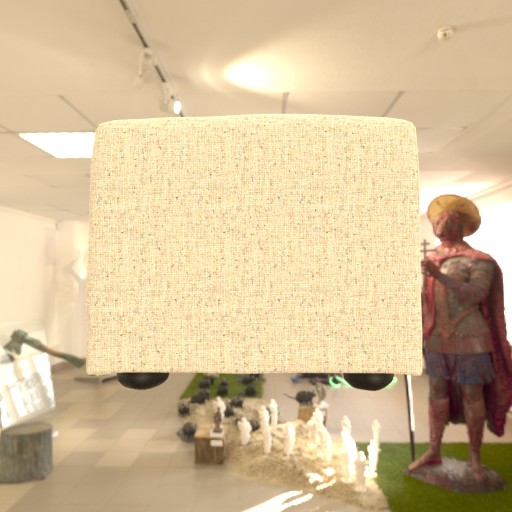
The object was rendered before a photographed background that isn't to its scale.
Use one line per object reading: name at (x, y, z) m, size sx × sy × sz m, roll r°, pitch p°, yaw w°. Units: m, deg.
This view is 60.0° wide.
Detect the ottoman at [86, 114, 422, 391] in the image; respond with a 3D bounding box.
ottoman at (0.000, 0.000, 0.918) m, size 0.512 × 0.453 × 0.521 m, roll 0°, pitch -3°, yaw 1°
